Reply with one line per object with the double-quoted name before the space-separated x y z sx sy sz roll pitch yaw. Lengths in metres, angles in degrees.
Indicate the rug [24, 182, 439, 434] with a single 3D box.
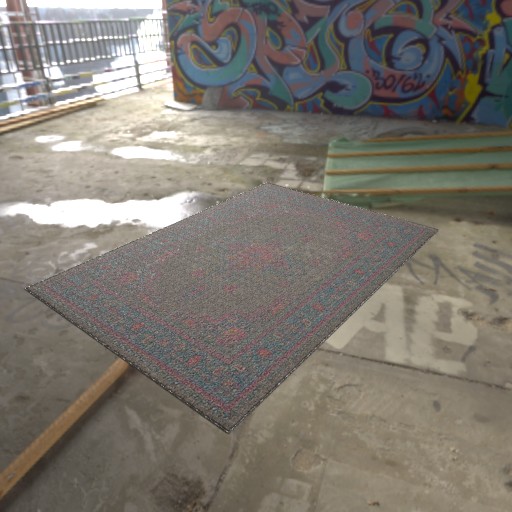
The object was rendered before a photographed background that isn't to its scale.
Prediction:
"rug" 0.000 0.000 3.650 2.005 0.013 2.890 22 36 33
